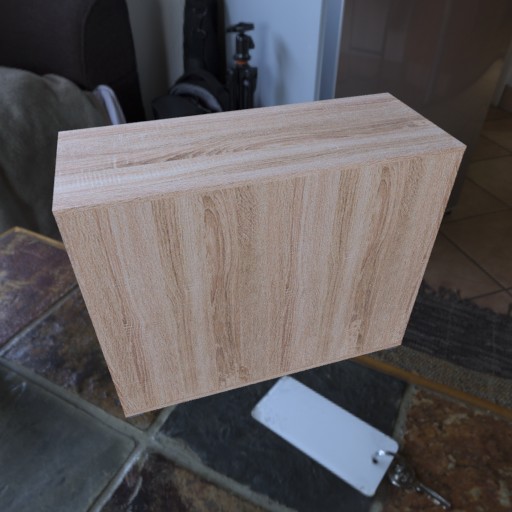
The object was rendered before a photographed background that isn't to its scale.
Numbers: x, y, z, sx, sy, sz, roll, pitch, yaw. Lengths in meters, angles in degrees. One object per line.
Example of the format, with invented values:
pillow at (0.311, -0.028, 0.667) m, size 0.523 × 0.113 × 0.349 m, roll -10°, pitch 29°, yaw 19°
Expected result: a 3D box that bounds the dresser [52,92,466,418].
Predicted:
dresser at (0.000, 0.000, 1.576) m, size 1.100 × 0.900 × 0.450 m, roll -11°, pitch 41°, yaw -13°
